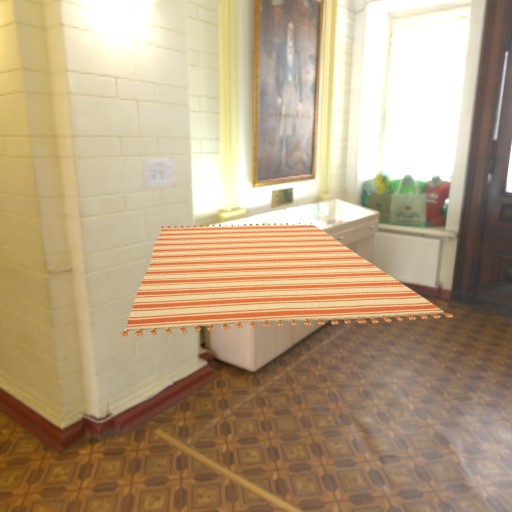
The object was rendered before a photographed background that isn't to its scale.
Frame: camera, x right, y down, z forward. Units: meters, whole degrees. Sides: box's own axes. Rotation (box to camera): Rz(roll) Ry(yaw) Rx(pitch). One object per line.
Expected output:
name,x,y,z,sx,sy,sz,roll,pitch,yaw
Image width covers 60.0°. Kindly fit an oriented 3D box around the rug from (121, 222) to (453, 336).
rug,0.000,0.000,2.599,1.232,0.017,2.092,-2,14,-8
